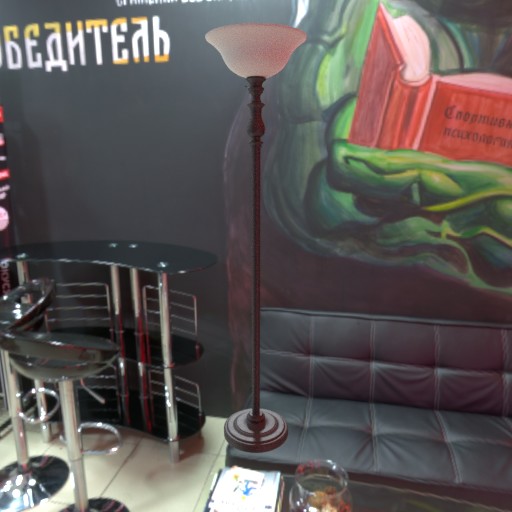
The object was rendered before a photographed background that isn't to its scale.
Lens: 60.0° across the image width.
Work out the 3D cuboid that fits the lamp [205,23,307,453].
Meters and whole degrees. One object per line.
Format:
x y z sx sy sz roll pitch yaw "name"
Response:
0.000 0.000 1.978 0.405 1.797 0.405 12 18 42 "lamp"
